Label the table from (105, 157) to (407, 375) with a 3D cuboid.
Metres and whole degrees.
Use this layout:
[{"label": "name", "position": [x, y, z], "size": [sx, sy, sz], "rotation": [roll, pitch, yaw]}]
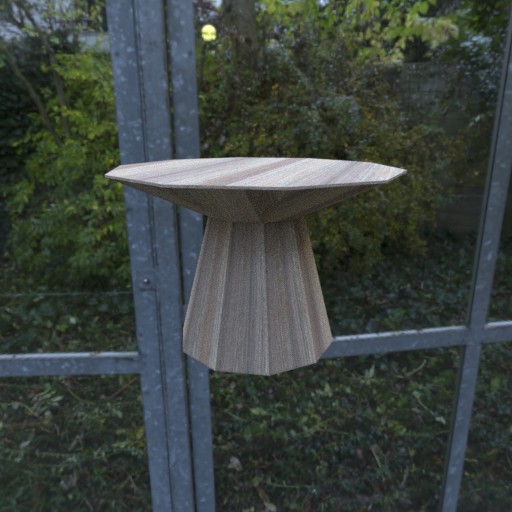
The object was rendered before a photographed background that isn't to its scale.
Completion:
[{"label": "table", "position": [0.000, 0.000, 1.917], "size": [1.186, 0.752, 1.186], "rotation": [0, 17, 0]}]
